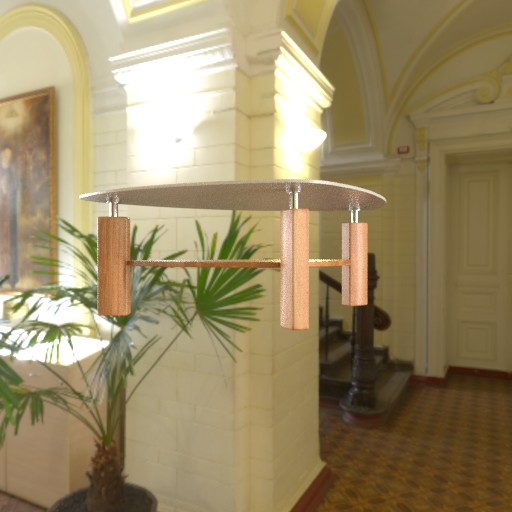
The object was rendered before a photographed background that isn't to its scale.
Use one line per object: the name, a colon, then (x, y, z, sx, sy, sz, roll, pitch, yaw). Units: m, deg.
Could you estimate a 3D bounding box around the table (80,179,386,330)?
table: (0.000, 0.000, 1.655, 1.250, 0.440, 0.850, 0, 0, -18)
